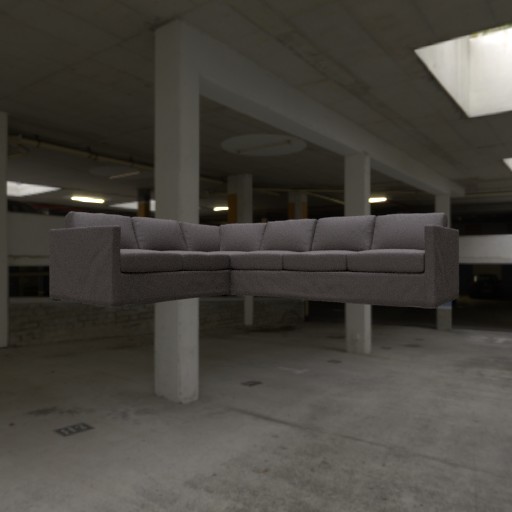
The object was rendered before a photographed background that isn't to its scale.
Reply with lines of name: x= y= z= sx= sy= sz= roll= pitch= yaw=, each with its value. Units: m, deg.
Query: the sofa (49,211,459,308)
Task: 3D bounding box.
sofa: x=0.000 y=0.000 z=4.292 sx=3.182 sy=0.871 sz=2.432 roll=0 pitch=0 yaw=36
